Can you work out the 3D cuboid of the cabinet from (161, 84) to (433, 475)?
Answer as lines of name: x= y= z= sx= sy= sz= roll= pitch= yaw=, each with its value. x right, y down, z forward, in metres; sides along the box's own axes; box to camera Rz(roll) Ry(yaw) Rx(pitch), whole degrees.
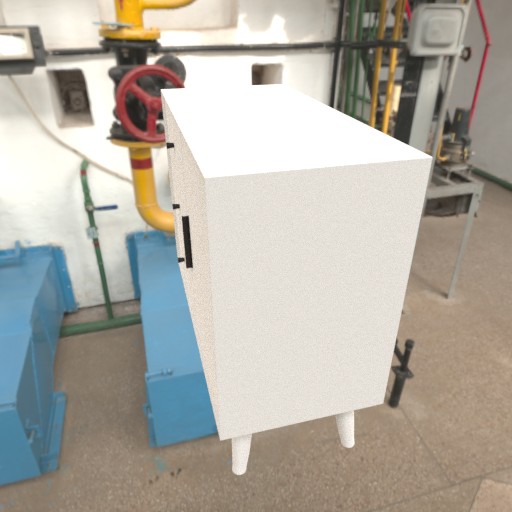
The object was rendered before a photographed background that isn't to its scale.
cabinet: x=0.000 y=0.000 z=1.219 sx=0.398 sy=0.761 sz=0.800 roll=-8 pitch=31 yaw=-13
